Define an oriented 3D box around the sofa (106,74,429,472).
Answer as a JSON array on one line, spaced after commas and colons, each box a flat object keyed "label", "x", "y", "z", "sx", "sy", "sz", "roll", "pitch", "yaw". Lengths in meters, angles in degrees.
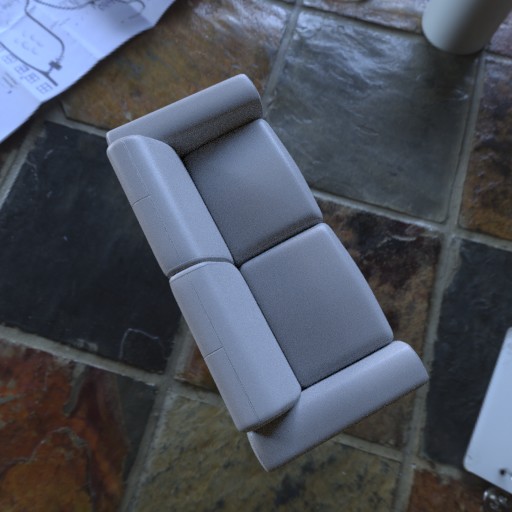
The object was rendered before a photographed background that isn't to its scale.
[{"label": "sofa", "x": 0.000, "y": 0.000, "z": 2.357, "sx": 0.900, "sy": 0.772, "sz": 1.901, "roll": -27, "pitch": 76, "yaw": -7}]
